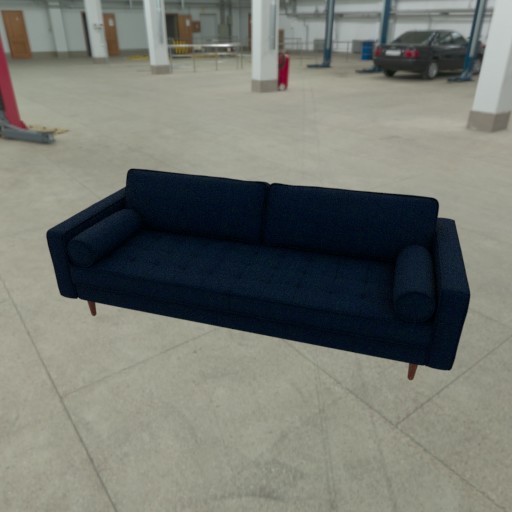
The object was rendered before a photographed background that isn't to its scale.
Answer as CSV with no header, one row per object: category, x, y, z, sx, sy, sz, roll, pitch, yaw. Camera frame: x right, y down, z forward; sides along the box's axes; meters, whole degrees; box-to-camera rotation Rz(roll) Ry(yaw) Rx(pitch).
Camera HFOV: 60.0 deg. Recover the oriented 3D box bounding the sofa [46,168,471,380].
sofa,0.000,0.000,2.631,2.210,0.762,0.914,8,29,15
